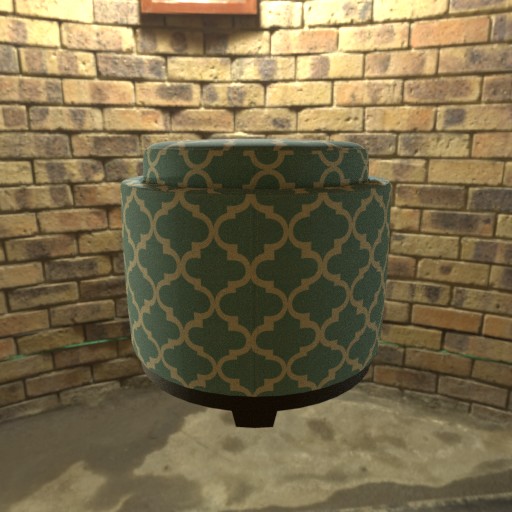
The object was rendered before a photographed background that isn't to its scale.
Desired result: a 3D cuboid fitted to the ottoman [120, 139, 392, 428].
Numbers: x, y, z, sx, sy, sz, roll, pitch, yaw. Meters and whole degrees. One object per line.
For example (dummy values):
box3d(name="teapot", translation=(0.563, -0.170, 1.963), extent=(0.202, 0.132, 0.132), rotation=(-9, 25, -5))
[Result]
box3d(name="ottoman", translation=(0.000, 0.000, 0.840), extent=(0.480, 0.429, 0.480), rotation=(0, 14, 0))
